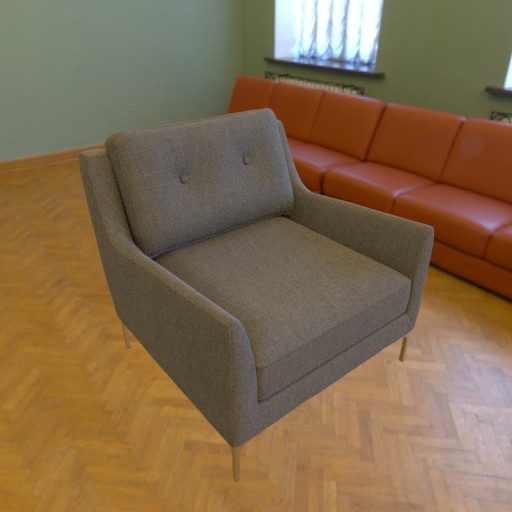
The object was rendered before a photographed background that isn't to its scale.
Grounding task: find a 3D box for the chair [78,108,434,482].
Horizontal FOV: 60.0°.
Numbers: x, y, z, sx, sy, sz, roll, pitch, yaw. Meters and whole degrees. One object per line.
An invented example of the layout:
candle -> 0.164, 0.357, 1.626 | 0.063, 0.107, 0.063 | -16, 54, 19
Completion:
chair -> 0.000, 0.000, 1.536 | 0.847, 0.828, 0.849 | -21, 36, -33
